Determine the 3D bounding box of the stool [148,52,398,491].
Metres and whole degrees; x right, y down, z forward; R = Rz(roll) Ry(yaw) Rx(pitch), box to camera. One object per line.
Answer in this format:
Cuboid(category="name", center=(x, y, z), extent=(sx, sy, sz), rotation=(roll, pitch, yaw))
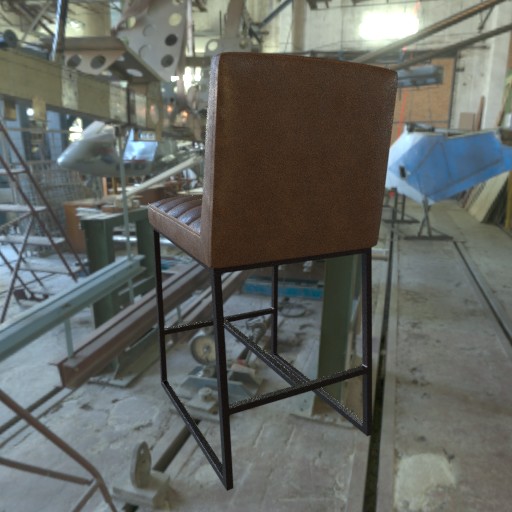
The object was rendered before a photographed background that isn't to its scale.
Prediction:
Cuboid(category="stool", center=(0.000, 0.000, 1.232), extent=(0.463, 0.942, 0.562), rotation=(-7, 16, -27))
